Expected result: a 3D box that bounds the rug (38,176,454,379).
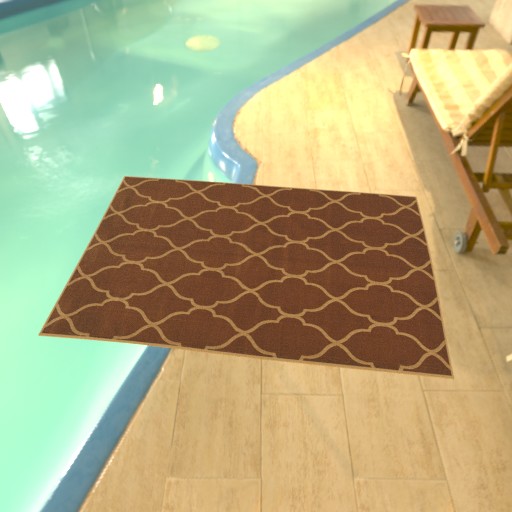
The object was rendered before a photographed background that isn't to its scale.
[{"bbox_3d":[0.000,0.000,2.922,2.290,0.014,1.526,5,46,5],"label":"rug"}]
